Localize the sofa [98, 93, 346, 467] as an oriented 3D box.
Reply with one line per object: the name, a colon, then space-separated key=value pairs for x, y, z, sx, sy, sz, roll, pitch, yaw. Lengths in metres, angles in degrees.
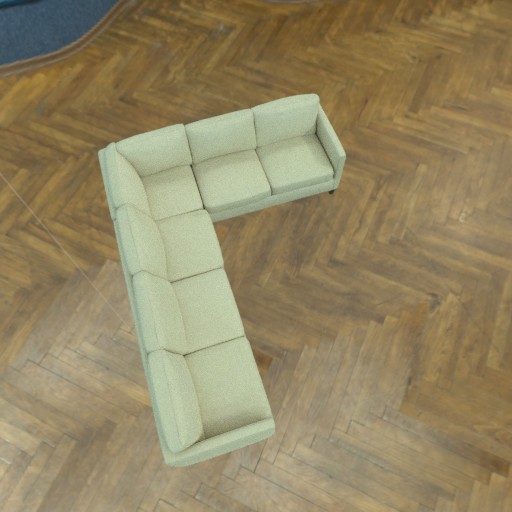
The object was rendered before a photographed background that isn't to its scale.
sofa: x=0.000 y=0.000 z=4.497 sx=2.593 sy=0.947 sz=3.302 roll=-16 pitch=64 yaw=-8
